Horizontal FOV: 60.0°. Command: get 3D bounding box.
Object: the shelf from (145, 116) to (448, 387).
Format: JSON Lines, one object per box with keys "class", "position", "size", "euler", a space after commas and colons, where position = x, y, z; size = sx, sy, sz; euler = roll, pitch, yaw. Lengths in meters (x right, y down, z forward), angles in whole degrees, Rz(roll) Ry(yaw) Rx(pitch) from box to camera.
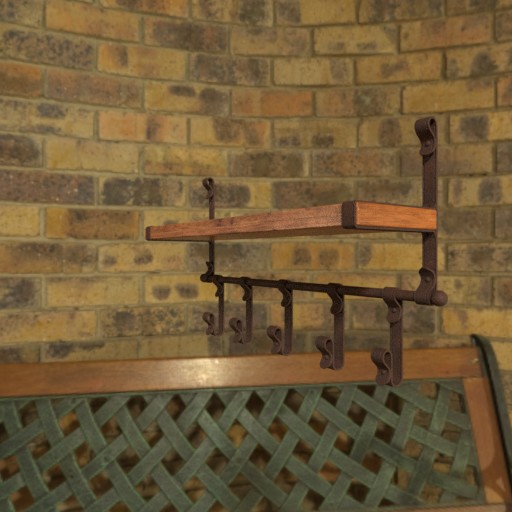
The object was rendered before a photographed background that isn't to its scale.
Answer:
{"class": "shelf", "position": [0.000, 0.000, 0.698], "size": [0.146, 0.330, 0.567], "euler": [0, 0, -36]}
